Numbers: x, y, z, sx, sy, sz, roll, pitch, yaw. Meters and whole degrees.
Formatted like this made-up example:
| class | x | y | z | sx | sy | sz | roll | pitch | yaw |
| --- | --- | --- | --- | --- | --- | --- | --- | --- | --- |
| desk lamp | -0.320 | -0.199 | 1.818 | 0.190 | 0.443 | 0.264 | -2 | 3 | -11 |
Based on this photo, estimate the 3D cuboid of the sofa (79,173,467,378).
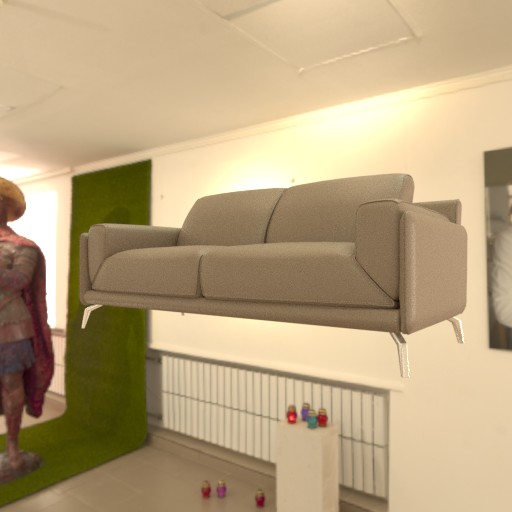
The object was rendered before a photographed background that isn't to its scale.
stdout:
| class | x | y | z | sx | sy | sz | roll | pitch | yaw |
| --- | --- | --- | --- | --- | --- | --- | --- | --- | --- |
| sofa | 0.000 | 0.000 | 2.550 | 2.101 | 0.930 | 1.049 | -1 | -1 | 36 |
